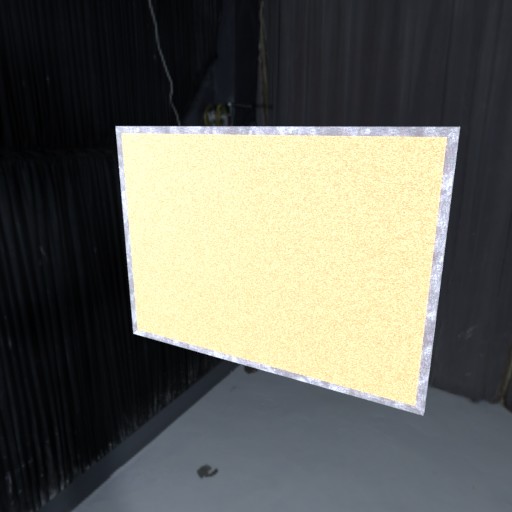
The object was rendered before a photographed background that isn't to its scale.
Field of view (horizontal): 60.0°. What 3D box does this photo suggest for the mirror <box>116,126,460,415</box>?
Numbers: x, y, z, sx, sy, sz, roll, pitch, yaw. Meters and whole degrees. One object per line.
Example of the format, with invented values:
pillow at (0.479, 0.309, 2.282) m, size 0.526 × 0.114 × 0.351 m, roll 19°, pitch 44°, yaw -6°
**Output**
mirror at (0.000, 0.000, 1.418) m, size 1.101 × 0.795 × 0.022 m, roll 9°, pitch 19°, yaw 27°
